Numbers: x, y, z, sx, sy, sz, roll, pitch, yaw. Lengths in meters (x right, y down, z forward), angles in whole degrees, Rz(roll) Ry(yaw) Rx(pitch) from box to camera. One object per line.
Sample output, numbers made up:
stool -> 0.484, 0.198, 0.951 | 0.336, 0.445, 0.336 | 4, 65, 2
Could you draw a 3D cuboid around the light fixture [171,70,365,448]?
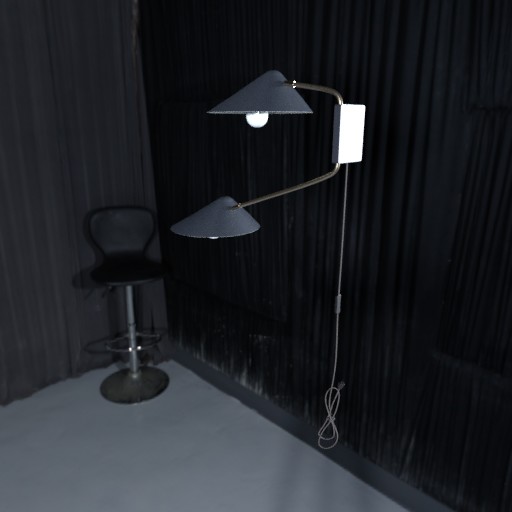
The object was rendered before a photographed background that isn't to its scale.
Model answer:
light fixture -> 0.000, 0.000, 0.864 | 0.422, 0.665, 0.189 | 16, 23, 42
